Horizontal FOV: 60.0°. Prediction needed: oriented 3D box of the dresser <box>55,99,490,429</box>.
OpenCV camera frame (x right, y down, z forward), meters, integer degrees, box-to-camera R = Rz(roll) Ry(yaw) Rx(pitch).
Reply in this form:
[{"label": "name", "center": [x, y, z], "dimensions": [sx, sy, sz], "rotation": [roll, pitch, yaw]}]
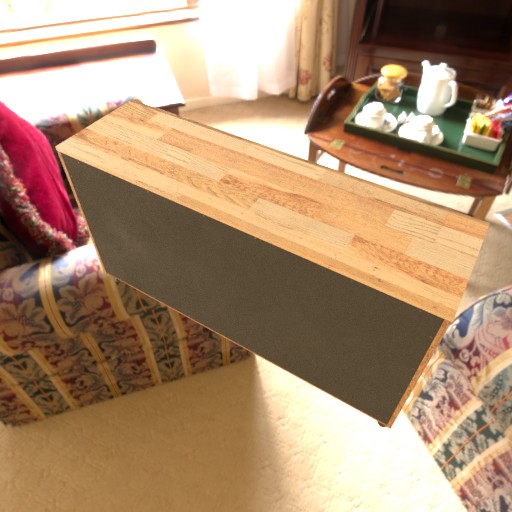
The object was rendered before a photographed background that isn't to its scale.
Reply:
[{"label": "dresser", "center": [0.000, 0.000, 1.908], "dimensions": [1.547, 0.834, 0.487], "rotation": [24, 52, 21]}]
